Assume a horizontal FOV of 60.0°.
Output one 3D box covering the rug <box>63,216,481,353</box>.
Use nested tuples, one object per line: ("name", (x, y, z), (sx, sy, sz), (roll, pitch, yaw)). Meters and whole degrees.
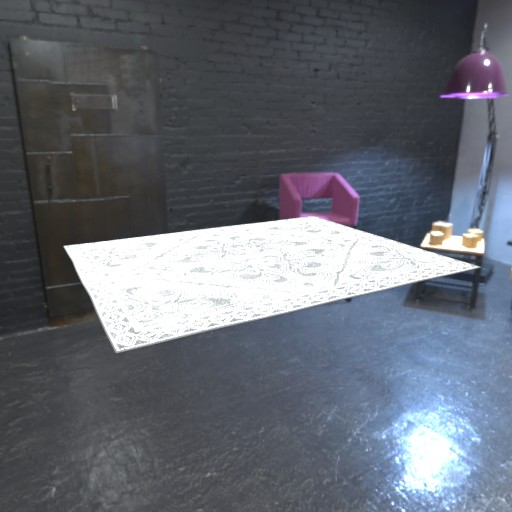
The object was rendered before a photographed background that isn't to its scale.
("rug", (0.000, 0.000, 4.069), (3.048, 0.012, 2.438), (-9, 19, -27))
